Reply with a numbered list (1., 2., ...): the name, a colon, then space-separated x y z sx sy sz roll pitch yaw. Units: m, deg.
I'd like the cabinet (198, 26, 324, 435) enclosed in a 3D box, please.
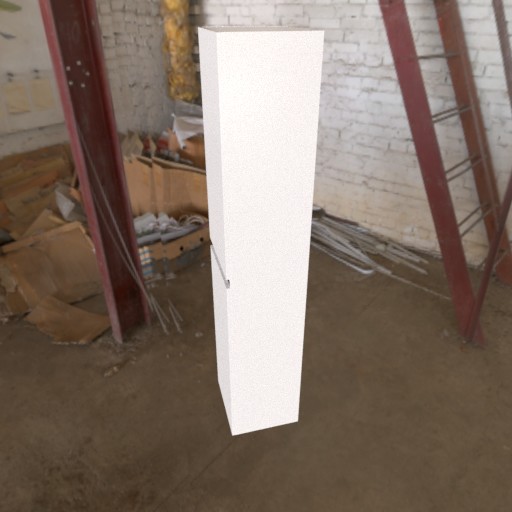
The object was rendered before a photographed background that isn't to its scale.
1. cabinet: 0.000 0.000 1.532 0.269 1.400 0.300 -7 30 -13
